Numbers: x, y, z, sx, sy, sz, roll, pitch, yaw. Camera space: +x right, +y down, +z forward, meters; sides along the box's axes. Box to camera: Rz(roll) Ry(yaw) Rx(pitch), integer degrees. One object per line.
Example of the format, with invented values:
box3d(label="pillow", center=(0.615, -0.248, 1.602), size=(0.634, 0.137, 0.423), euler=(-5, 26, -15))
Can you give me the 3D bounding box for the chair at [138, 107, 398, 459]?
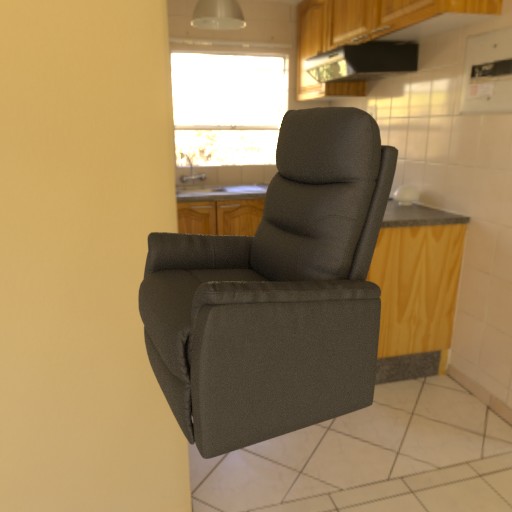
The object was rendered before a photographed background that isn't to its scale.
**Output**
box3d(label="chair", center=(0.000, 0.000, 1.683), size=(0.831, 1.082, 0.775), euler=(-7, 18, -24))
